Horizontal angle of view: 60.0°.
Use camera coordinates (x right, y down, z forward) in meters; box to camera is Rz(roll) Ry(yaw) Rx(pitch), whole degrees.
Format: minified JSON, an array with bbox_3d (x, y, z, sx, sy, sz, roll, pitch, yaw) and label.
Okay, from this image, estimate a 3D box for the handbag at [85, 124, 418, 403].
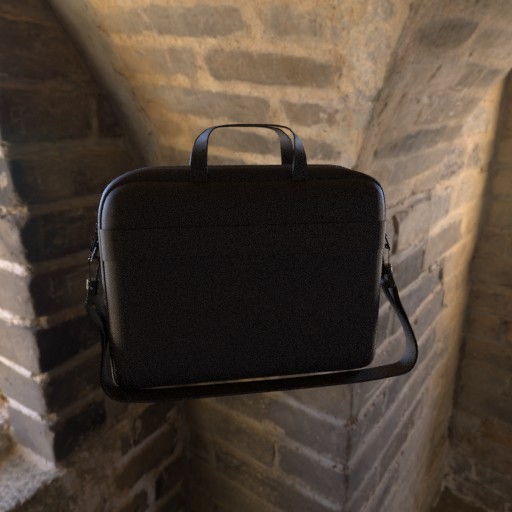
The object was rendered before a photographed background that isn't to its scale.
[{"bbox_3d":[0.000,0.000,0.583,0.429,0.330,0.126,-3,15,-9],"label":"handbag"}]
